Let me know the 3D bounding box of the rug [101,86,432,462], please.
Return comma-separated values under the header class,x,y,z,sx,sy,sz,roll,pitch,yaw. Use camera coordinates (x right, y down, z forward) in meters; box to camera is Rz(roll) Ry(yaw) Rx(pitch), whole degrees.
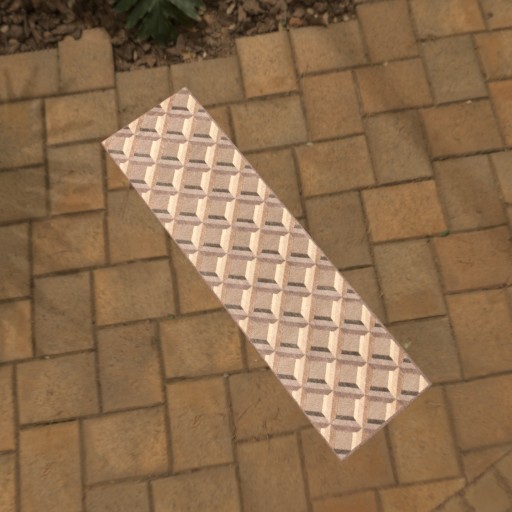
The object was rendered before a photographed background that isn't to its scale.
class,x,y,z,sx,sy,sz,roll,pitch,yaw
rug,0.000,0.000,2.713,0.685,0.013,2.437,-37,79,-8
